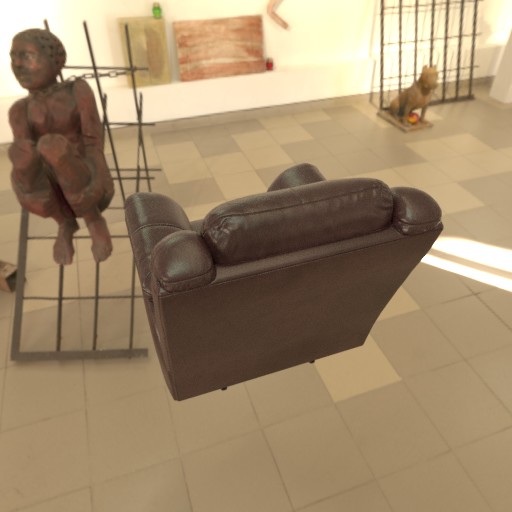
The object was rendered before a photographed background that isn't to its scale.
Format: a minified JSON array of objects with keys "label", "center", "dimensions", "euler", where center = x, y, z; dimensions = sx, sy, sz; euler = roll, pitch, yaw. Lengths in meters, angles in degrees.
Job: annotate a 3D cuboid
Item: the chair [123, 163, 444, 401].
[{"label":"chair","center":[0.000,0.000,1.896],"dimensions":[0.990,1.093,1.041],"euler":[-13,42,-15]}]
